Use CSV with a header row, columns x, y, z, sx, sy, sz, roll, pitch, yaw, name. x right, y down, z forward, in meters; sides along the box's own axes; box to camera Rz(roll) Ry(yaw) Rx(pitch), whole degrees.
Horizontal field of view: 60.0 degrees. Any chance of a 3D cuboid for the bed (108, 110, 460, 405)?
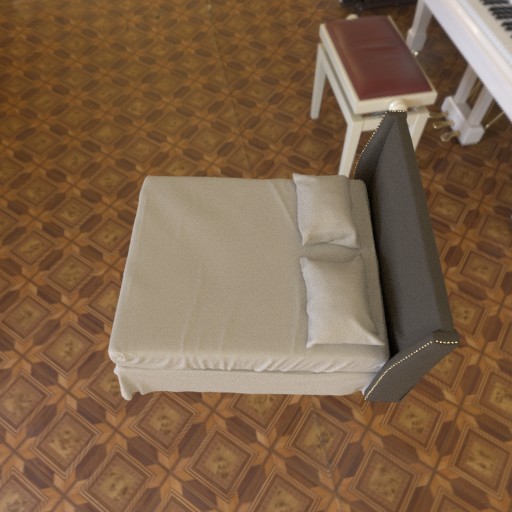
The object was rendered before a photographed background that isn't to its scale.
x,y,z,sx,sy,sz,roll,pitch,yaw,name
0.000,0.000,3.447,2.276,1.332,1.925,1,58,1,bed
